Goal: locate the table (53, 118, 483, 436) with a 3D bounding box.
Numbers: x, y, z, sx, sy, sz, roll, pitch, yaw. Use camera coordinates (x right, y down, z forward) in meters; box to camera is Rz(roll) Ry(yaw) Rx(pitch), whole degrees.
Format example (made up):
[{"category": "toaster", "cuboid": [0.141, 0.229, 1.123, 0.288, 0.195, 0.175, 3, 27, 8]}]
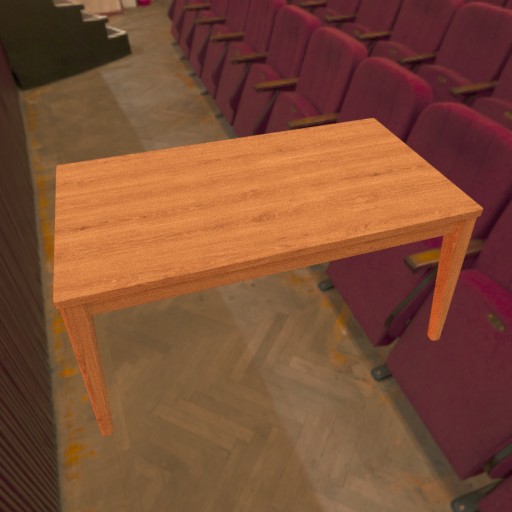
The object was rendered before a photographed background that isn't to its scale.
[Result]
[{"category": "table", "cuboid": [0.000, 0.000, 2.044, 1.600, 0.760, 0.900, -12, 43, -13]}]
